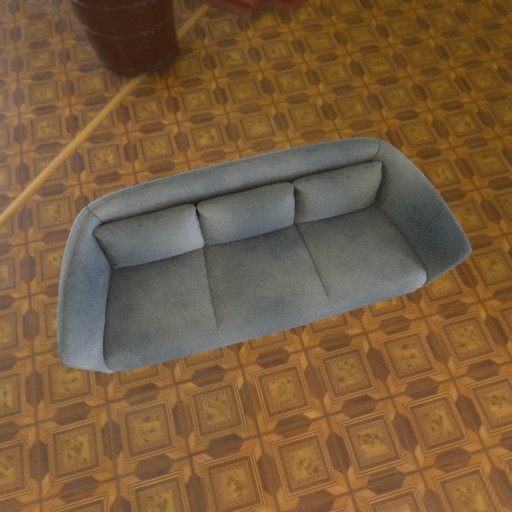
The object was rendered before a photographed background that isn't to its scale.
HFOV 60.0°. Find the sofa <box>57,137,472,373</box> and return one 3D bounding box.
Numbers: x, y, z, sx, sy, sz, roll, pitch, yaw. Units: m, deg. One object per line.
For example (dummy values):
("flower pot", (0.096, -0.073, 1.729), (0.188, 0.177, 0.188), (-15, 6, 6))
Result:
("sofa", (0.000, 0.000, 2.558), (2.095, 0.795, 0.849), (-14, 64, -7))
